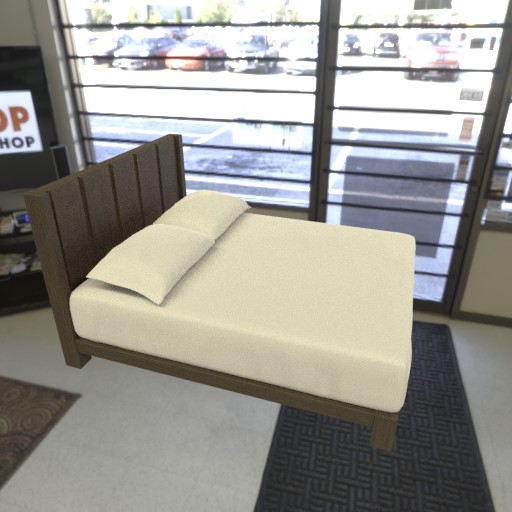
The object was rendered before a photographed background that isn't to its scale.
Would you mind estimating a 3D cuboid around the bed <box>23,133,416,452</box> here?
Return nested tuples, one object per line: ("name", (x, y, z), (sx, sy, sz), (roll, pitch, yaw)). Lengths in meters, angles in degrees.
("bed", (0.000, 0.000, 3.240), (2.242, 1.270, 1.727), (9, 29, 17))
